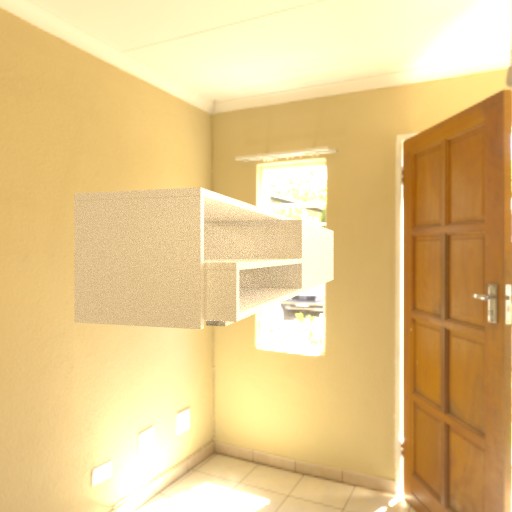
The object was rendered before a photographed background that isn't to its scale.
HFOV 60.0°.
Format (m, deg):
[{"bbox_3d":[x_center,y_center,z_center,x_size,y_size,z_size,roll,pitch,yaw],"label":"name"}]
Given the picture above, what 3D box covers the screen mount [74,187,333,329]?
[{"bbox_3d":[0.000,0.000,1.837,0.420,0.320,1.680,0,0,17],"label":"screen mount"}]
